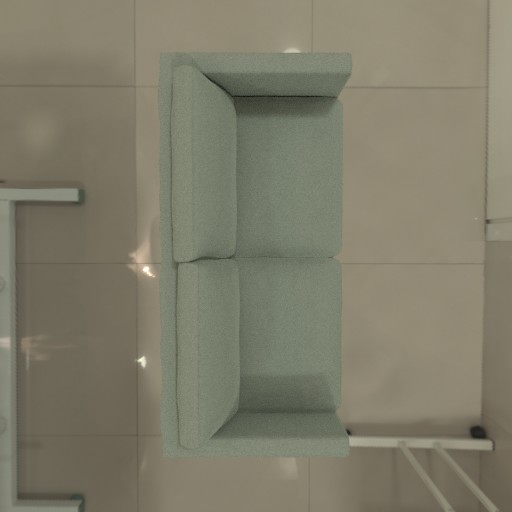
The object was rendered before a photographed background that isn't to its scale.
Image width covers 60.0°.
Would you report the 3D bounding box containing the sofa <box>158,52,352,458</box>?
[{"bbox_3d":[0.000,0.000,2.426,0.940,0.870,1.987,0,92,0],"label":"sofa"}]
